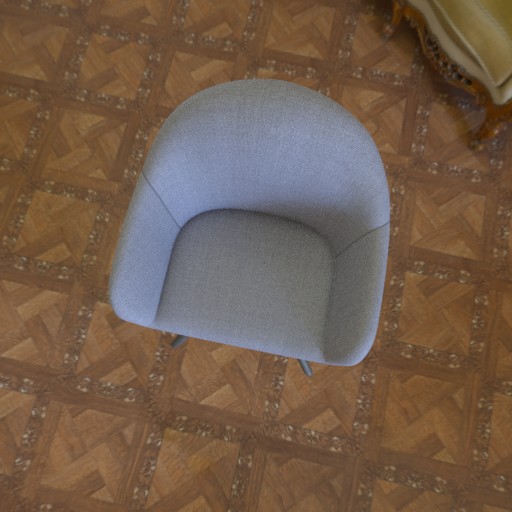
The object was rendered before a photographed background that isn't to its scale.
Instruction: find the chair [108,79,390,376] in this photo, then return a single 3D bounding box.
[{"bbox_3d":[0.000,0.000,1.196,0.590,0.795,0.550,11,76,3],"label":"chair"}]
